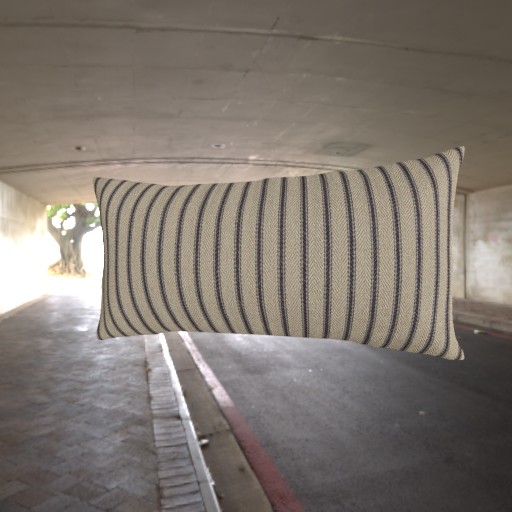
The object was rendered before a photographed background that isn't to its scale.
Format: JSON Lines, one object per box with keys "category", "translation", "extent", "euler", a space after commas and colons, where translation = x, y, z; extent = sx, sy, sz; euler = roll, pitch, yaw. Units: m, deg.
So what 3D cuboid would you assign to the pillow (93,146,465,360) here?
{"category": "pillow", "translation": [0.000, 0.000, 0.707], "extent": [0.609, 0.305, 0.151], "euler": [0, 0, 17]}
